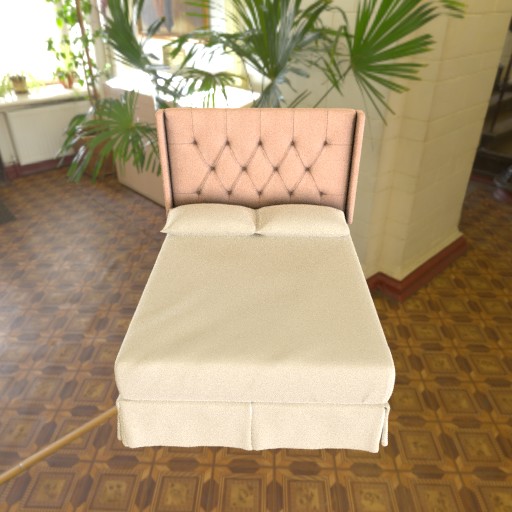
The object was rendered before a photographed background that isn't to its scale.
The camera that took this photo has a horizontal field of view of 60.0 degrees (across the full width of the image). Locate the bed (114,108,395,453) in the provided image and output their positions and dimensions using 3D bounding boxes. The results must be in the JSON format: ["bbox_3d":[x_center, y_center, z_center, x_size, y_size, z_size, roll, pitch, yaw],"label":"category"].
[{"bbox_3d":[0.000,0.000,3.233,1.719,1.665,2.066,1,31,1],"label":"bed"}]
